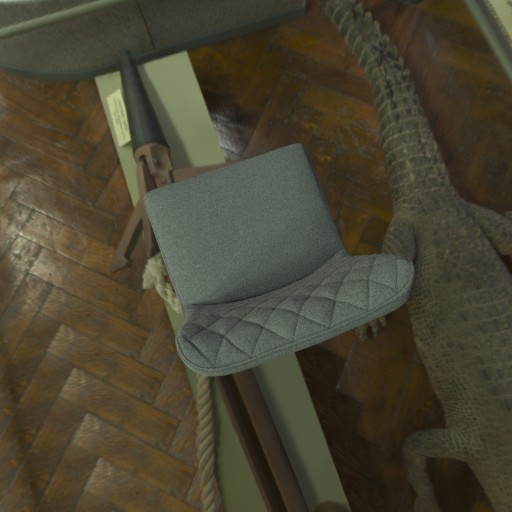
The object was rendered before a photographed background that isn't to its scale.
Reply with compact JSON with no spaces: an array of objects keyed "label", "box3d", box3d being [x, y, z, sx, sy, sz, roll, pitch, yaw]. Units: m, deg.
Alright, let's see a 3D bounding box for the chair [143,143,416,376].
[{"label":"chair","box3d":[0.000,0.000,1.251,0.508,0.889,0.587,-19,76,-5]}]
